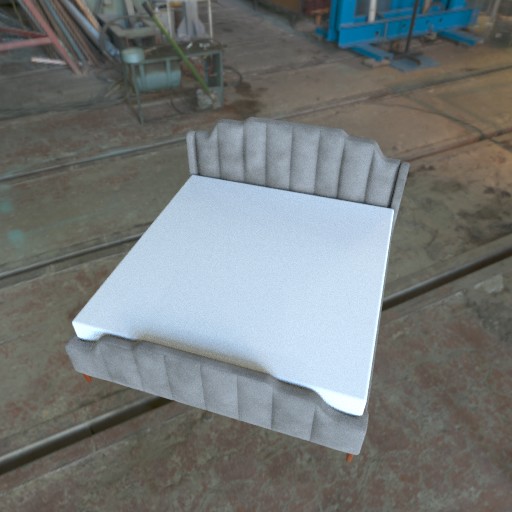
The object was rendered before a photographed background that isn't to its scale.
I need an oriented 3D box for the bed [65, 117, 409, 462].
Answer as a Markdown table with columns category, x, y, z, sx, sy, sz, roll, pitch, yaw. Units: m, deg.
| category | x | y | z | sx | sy | sz | roll | pitch | yaw |
| --- | --- | --- | --- | --- | --- | --- | --- | --- | --- |
| bed | 0.000 | 0.000 | 3.528 | 2.074 | 1.245 | 2.340 | 12 | 43 | 13 |
